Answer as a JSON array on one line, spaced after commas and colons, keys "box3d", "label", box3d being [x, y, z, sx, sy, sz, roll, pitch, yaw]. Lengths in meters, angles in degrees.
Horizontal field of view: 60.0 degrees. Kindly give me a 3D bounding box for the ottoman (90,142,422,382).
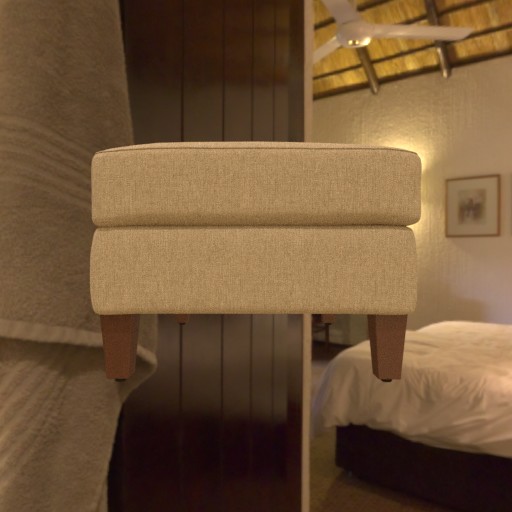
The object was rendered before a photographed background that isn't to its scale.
[{"box3d": [0.000, 0.000, 1.297, 0.677, 0.519, 0.898, 0, 0, 0], "label": "ottoman"}]
